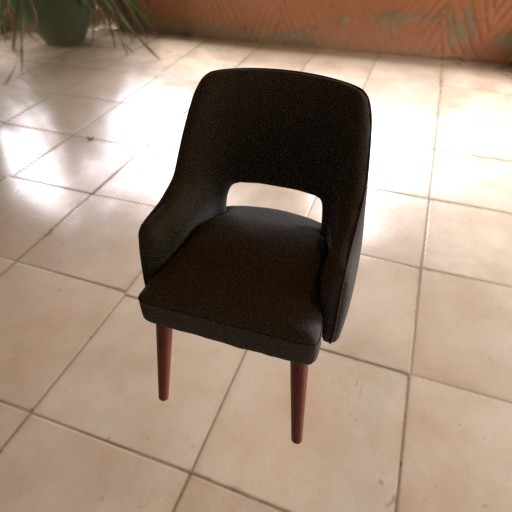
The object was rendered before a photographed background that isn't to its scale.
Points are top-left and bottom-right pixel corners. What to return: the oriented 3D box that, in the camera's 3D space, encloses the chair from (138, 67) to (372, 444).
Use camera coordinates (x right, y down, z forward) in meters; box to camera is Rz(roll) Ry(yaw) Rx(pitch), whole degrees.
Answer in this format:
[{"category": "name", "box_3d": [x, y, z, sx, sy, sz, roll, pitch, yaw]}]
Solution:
[{"category": "chair", "box_3d": [0.000, 0.000, 1.235, 0.559, 0.838, 0.560, 12, 43, 14]}]
